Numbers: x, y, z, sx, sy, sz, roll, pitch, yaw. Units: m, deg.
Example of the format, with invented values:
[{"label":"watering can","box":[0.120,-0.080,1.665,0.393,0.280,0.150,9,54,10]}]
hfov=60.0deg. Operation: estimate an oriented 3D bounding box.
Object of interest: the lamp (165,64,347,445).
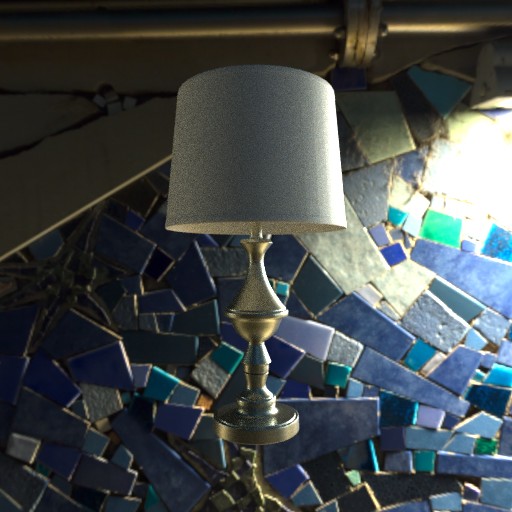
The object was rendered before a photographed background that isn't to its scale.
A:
[{"label":"lamp","box":[0.000,0.000,0.953,0.383,0.733,0.383,0,-1,0]}]
